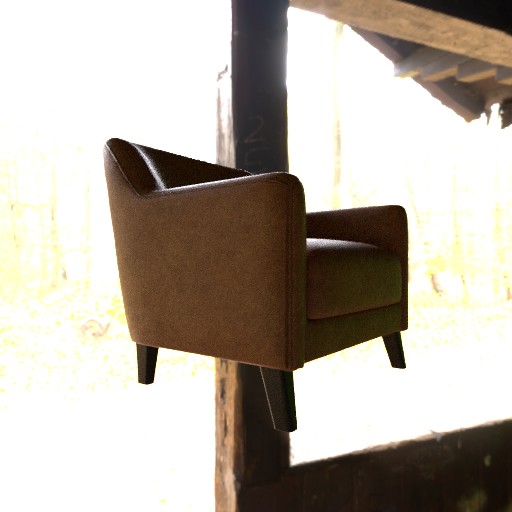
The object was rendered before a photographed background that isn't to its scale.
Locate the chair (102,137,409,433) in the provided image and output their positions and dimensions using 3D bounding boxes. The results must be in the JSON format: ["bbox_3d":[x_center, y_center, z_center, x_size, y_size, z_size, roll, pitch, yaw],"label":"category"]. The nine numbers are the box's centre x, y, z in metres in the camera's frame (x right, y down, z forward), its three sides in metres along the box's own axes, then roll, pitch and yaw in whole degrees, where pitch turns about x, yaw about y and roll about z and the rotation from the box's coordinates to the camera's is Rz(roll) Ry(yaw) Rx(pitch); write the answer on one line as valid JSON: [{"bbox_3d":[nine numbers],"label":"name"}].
[{"bbox_3d":[0.000,0.000,1.870,1.034,0.980,1.037,-1,-1,37],"label":"chair"}]
